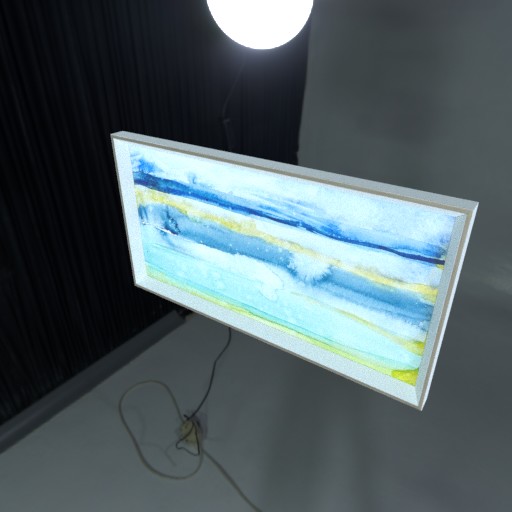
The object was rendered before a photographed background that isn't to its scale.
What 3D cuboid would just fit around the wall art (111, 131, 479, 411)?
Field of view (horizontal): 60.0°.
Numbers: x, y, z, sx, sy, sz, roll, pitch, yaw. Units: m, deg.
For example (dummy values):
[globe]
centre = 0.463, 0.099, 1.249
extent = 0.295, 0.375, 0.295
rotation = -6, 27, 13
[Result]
[wall art]
centre = 0.000, 0.000, 0.981
extent = 0.812, 0.431, 0.038
rotation = 18, 34, 29
